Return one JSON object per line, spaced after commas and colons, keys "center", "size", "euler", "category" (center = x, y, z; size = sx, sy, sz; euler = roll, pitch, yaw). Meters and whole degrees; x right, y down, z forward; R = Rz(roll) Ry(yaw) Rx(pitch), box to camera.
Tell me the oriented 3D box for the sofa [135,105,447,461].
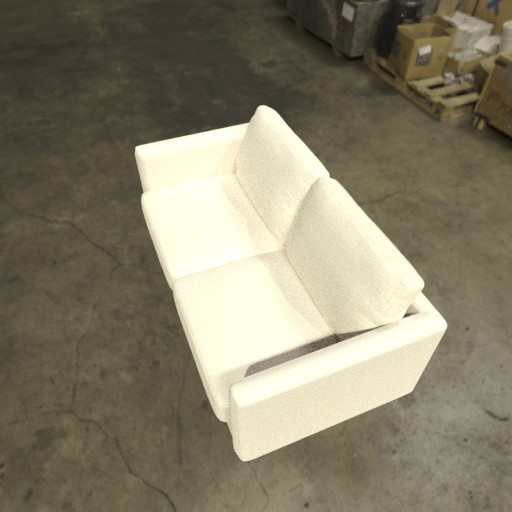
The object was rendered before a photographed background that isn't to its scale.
{"center": [0.000, 0.000, 2.321], "size": [0.940, 0.893, 1.713], "euler": [-16, 48, -15], "category": "sofa"}
